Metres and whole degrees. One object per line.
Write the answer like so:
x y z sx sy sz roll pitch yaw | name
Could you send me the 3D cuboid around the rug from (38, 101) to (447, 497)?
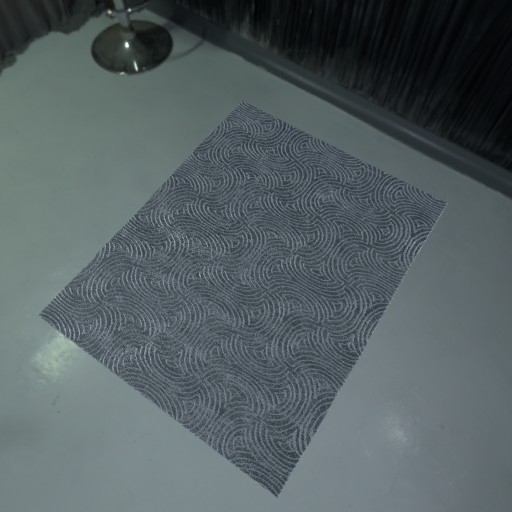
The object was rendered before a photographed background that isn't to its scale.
0.000 0.000 4.053 2.456 0.021 3.042 31 67 15 | rug
